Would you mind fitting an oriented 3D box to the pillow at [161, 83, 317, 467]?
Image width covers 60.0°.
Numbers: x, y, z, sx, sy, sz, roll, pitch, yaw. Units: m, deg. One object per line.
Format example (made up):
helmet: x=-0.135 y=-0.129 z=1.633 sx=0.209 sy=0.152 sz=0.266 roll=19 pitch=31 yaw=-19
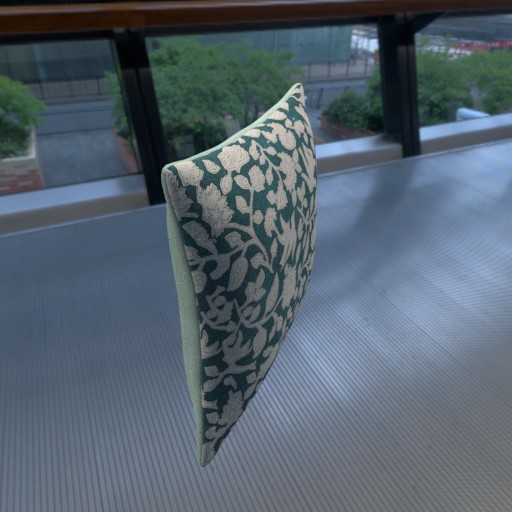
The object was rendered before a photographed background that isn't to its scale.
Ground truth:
pillow: x=0.000 y=0.000 z=0.801 sx=0.166 sy=0.508 sz=0.525 roll=11 pitch=33 yaw=17
